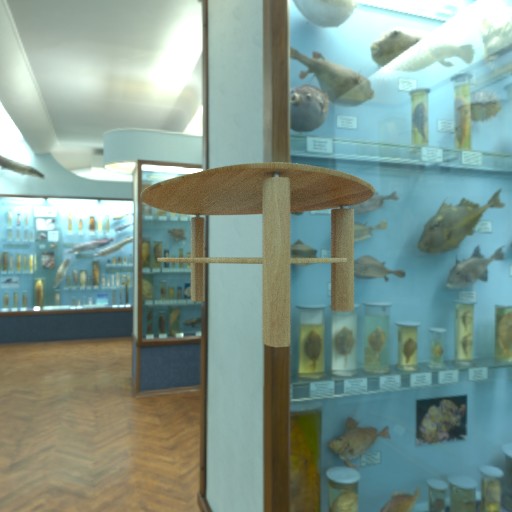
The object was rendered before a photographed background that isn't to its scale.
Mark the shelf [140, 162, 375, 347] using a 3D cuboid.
[{"bbox_3d":[0.000,0.000,1.677,0.845,0.440,1.246,0,0,-17],"label":"shelf"}]
